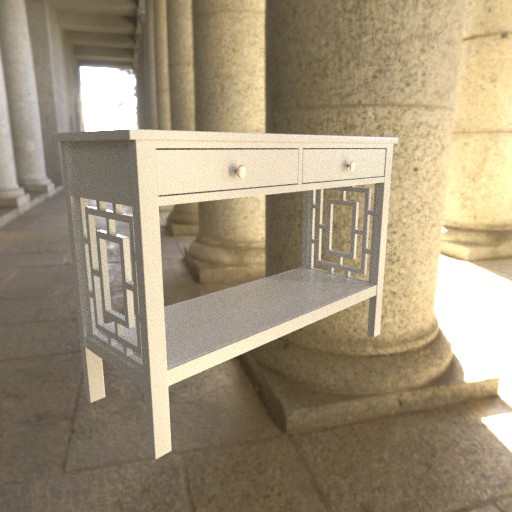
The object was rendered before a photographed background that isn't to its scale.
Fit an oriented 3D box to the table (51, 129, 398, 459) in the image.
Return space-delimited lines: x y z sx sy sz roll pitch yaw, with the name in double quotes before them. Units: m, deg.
"table" 0.000 0.000 1.438 0.397 0.753 1.068 13 19 43
